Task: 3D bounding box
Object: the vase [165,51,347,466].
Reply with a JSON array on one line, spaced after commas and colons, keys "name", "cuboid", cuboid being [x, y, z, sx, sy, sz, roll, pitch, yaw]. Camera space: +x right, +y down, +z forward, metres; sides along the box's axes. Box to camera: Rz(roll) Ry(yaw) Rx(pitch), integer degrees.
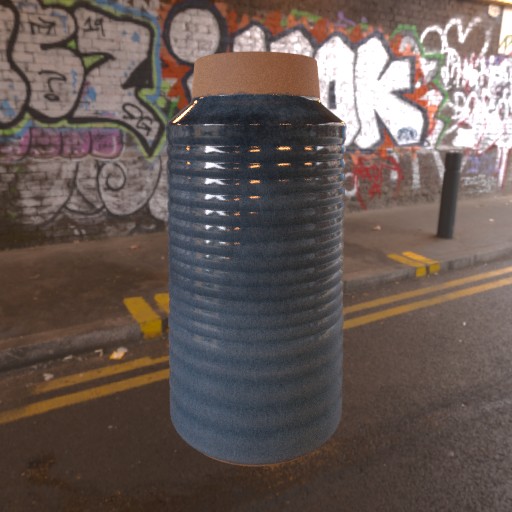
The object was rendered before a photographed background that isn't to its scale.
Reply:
[{"name": "vase", "cuboid": [0.000, 0.000, 0.390, 0.163, 0.316, 0.163, 0, 15, 0]}]
